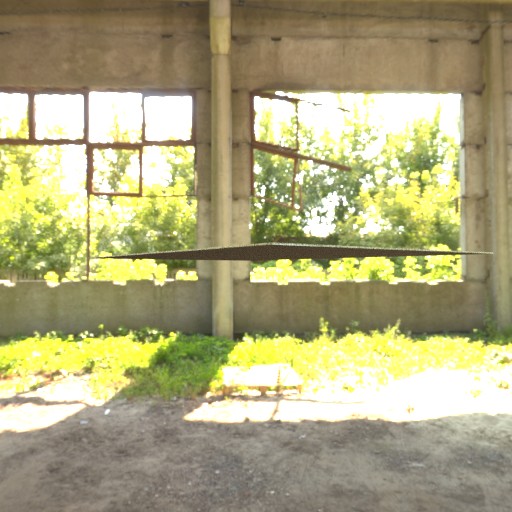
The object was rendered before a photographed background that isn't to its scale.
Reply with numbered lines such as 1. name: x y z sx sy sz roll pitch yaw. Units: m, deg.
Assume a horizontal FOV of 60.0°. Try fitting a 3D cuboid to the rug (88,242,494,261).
1. rug: 0.000 0.000 2.176 1.143 0.006 1.747 1 -2 -35
